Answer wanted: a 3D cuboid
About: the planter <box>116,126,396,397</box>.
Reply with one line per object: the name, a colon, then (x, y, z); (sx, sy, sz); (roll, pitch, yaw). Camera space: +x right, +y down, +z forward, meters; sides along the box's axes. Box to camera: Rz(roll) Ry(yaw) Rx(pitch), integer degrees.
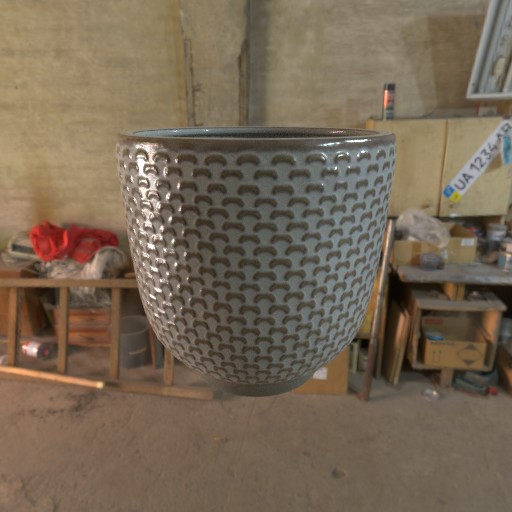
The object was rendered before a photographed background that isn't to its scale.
planter: (0.000, 0.000, 0.350); (0.197, 0.191, 0.197); (0, 18, 0)
